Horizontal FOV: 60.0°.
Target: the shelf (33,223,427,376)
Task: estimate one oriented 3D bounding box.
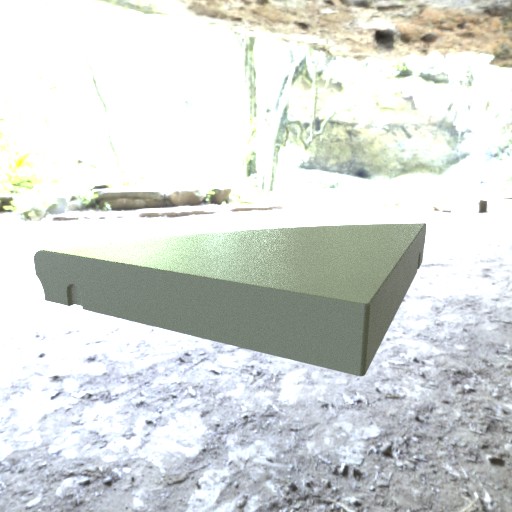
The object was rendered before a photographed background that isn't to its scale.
[{"bbox_3d":[0.000,0.000,0.478,0.310,0.050,0.310,7,17,26],"label":"shelf"}]
